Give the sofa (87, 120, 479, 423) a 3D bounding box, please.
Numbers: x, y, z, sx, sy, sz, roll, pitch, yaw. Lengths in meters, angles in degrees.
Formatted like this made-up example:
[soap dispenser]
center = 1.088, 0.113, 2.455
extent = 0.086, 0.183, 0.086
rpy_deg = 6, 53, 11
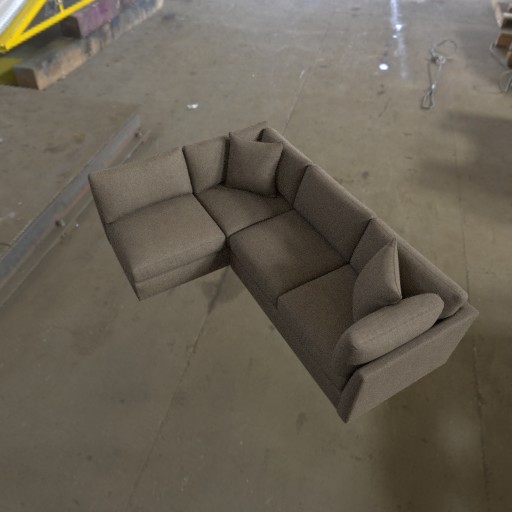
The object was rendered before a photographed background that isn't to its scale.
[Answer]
[sofa]
center = 0.000, 0.000, 3.798
extent = 1.994, 0.978, 2.896
rpy_deg = -23, 50, -21
